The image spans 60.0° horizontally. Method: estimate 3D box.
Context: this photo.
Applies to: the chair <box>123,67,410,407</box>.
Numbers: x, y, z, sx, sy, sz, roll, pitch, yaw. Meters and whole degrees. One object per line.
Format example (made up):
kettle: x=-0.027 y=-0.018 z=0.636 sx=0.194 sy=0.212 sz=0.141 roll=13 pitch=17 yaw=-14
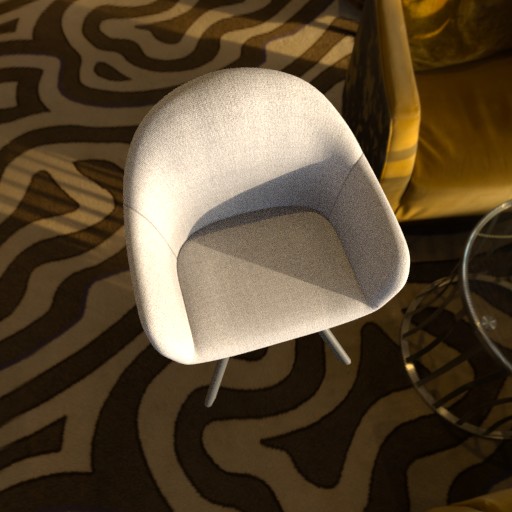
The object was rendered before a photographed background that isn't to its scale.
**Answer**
chair: x=0.000 y=0.000 z=1.187 sx=0.590 sy=0.795 sz=0.550 roll=-15 pitch=64 yaw=-7
